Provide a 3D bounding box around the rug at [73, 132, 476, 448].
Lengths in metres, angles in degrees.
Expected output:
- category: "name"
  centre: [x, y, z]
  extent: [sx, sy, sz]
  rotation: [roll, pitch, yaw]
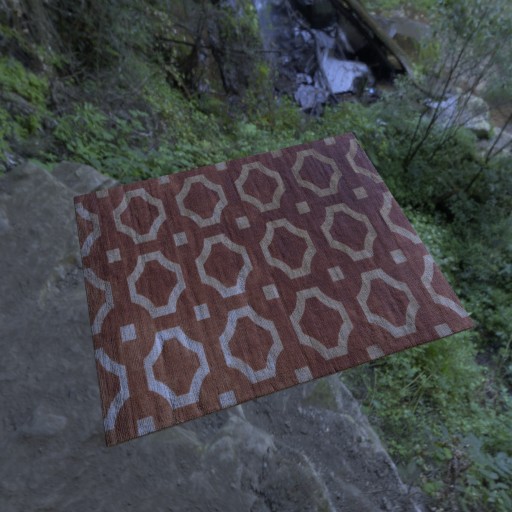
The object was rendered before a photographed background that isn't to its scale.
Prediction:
- category: "rug"
  centre: [0.000, 0.000, 4.059]
  extent: [3.049, 0.021, 2.466]
  rotation: [-15, 59, -10]
